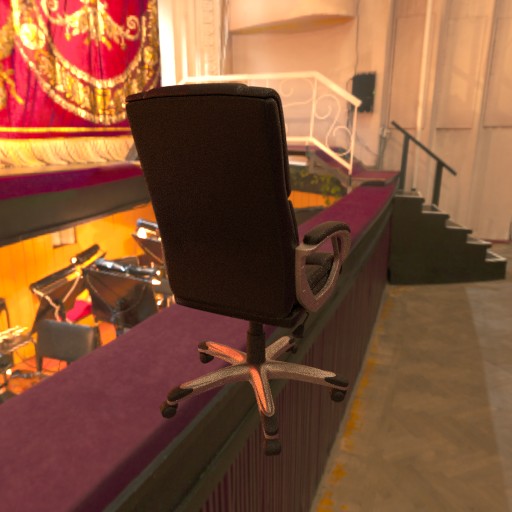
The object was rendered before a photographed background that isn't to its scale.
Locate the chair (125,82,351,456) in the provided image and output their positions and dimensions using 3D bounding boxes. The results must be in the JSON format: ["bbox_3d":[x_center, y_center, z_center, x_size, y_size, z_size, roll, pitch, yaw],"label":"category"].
[{"bbox_3d":[0.000,0.000,1.650,0.700,1.145,0.780,8,18,26],"label":"chair"}]
